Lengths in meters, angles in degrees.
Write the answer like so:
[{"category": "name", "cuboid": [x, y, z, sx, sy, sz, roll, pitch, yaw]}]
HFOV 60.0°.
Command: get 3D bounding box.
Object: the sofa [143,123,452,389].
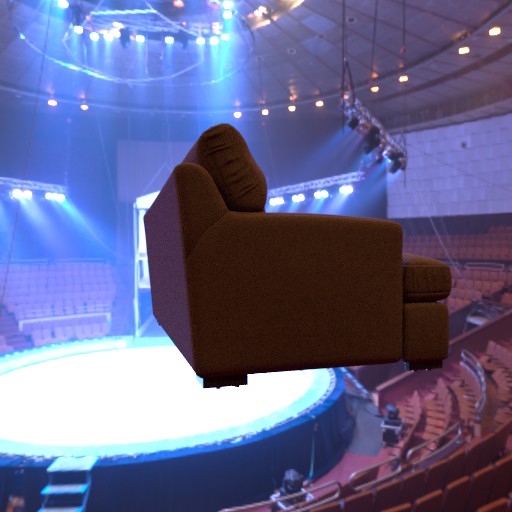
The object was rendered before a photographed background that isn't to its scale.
[{"category": "sofa", "cuboid": [0.000, 0.000, 2.506, 1.140, 0.950, 1.869, 0, -1, -18]}]
